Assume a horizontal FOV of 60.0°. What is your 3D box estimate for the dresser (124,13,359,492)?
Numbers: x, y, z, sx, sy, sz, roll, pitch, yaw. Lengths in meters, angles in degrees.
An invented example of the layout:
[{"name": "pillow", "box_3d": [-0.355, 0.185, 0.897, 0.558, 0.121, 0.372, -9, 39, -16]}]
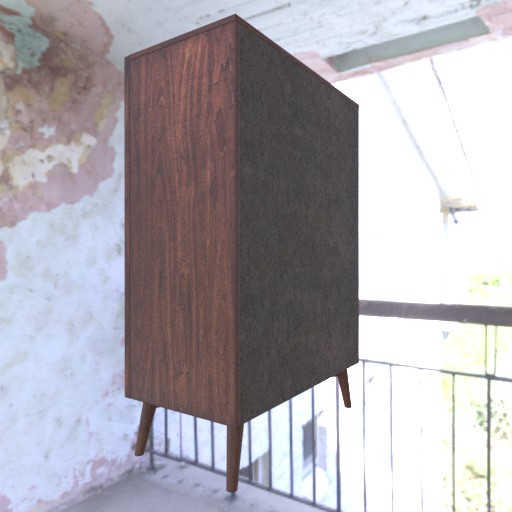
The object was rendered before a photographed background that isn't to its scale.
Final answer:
[{"name": "dresser", "box_3d": [0.000, 0.000, 1.766, 0.498, 1.365, 0.919, 0, 0, 35]}]
